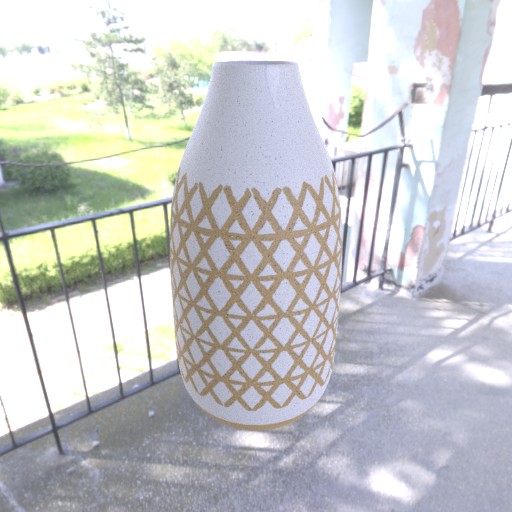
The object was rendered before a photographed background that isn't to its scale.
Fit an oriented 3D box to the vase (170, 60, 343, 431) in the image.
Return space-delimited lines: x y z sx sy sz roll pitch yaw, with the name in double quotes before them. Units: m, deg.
"vase" 0.000 0.000 0.474 0.186 0.380 0.186 0 26 0
